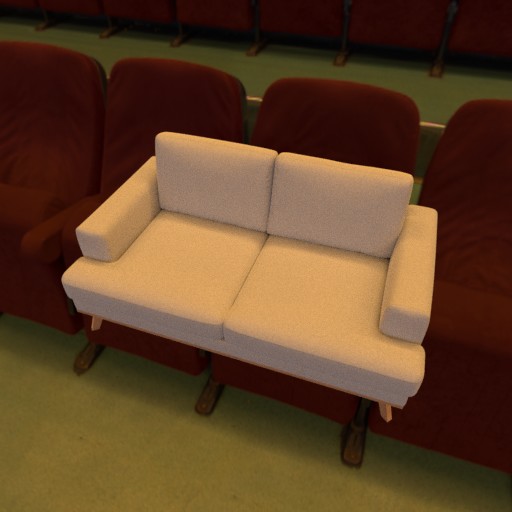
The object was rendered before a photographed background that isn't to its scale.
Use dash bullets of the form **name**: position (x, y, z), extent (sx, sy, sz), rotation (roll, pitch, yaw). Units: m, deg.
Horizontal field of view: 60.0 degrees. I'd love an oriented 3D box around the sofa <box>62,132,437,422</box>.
- **sofa**: position (0.000, 0.000, 2.164), extent (1.651, 0.810, 0.915), rotation (13, 44, 14)
